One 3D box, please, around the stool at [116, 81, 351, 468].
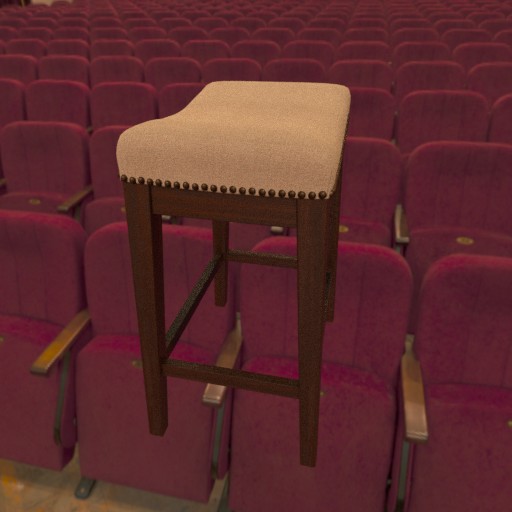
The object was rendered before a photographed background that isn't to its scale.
[{"bbox_3d":[0.000,0.000,0.981,0.363,0.669,0.509,7,31,11],"label":"stool"}]
